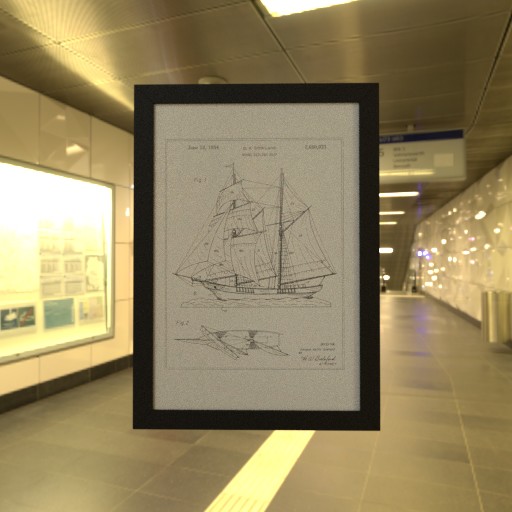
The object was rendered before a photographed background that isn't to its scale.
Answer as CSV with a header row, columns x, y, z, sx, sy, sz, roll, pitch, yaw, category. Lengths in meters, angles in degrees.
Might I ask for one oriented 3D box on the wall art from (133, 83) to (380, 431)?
x,y,z,sx,sy,sz,roll,pitch,yaw,category
0.000,0.000,0.592,0.326,0.459,0.011,0,-1,1,wall art
